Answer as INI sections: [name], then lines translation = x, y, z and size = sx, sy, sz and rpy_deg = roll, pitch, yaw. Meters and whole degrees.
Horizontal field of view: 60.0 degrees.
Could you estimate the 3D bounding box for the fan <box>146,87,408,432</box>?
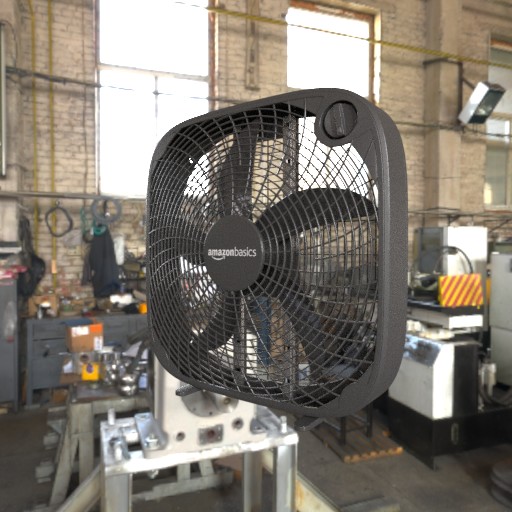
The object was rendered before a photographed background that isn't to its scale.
[fan]
translation = 0.000, 0.000, 0.807
size = 0.526, 0.533, 0.142
rpy_deg = 1, 1, 37
